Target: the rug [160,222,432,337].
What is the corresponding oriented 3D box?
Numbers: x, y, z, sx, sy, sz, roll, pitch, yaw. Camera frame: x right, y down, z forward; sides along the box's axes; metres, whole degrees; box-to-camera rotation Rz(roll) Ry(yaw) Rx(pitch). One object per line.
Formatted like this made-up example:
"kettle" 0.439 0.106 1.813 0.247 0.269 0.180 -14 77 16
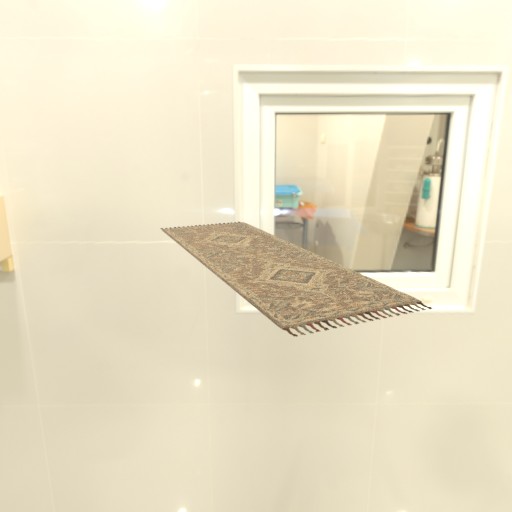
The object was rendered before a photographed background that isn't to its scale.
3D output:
"rug" 0.000 0.000 2.859 1.324 0.018 2.378 -2 15 -8
